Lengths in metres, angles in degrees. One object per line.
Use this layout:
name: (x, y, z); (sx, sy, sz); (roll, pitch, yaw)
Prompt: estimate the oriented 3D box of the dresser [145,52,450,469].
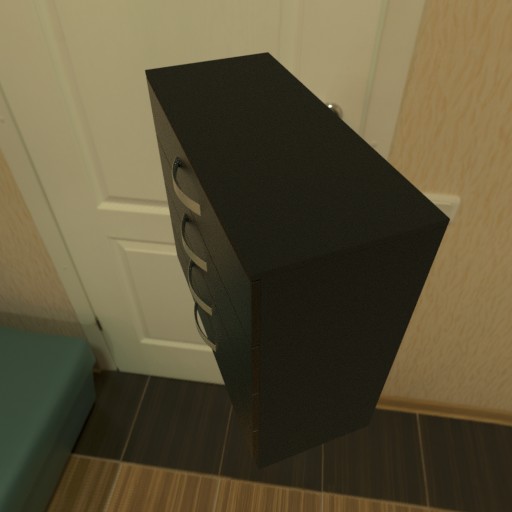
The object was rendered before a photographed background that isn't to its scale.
dresser: (0.000, 0.000, 1.145); (0.360, 0.720, 0.750); (-15, 46, -15)
